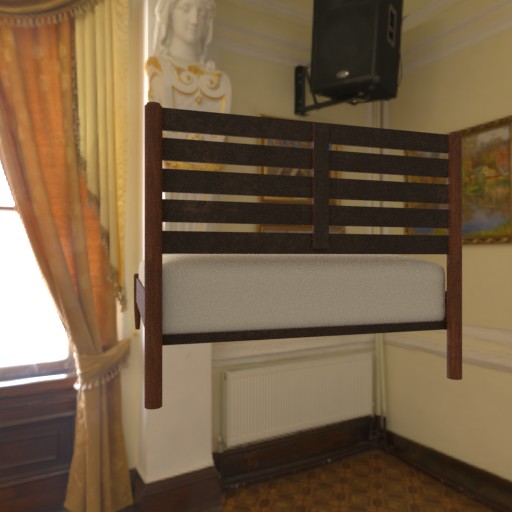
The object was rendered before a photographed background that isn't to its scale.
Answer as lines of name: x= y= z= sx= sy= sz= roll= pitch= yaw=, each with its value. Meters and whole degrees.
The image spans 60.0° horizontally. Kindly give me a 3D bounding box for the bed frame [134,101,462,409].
bed frame: x=0.000 y=0.000 z=3.190 sx=1.655 sy=1.321 sz=2.234 roll=0 pitch=0 yaw=-17
